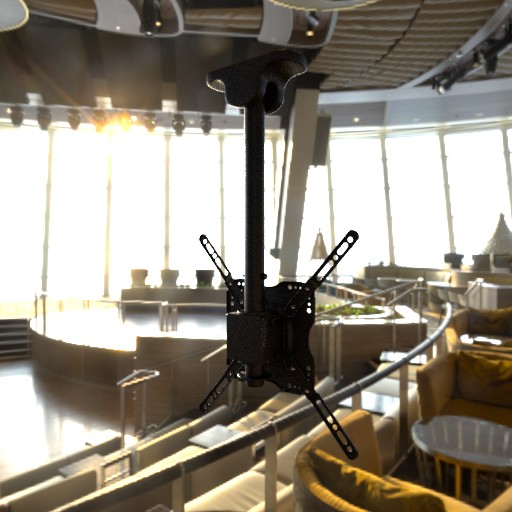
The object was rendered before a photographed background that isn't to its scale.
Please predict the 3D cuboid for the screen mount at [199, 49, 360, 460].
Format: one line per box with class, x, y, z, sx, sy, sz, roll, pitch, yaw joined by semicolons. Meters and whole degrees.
screen mount;0.000;0.000;0.868;0.393;0.729;0.090;1;1;37
